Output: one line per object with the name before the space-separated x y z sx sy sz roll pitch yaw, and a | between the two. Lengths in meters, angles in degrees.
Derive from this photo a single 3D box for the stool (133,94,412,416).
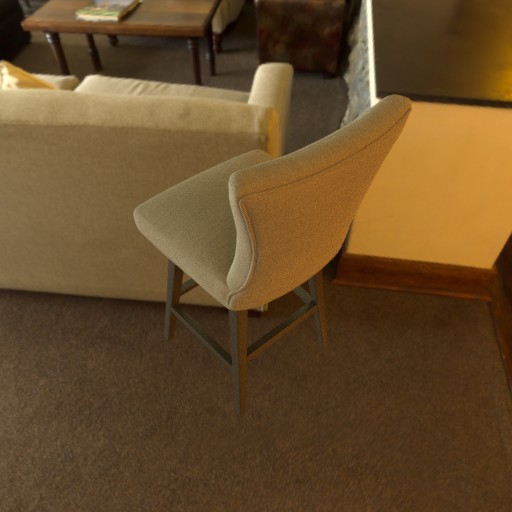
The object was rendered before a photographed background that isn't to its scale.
stool | 0.000 0.000 1.394 0.514 1.086 0.574 -32 55 -26
